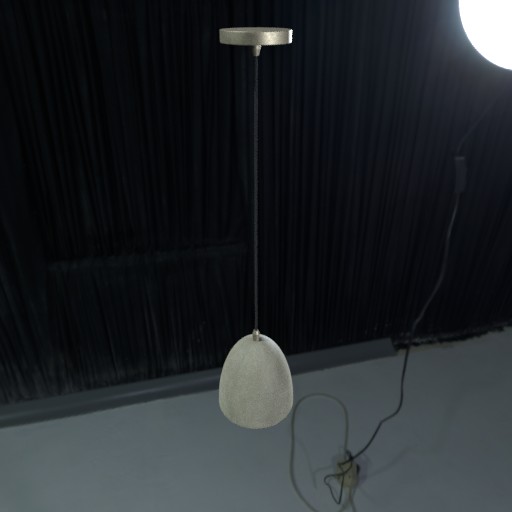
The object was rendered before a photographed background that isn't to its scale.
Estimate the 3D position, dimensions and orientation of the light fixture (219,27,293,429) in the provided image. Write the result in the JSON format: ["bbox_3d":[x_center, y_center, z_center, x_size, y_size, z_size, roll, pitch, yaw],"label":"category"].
[{"bbox_3d":[0.000,0.000,0.833,0.170,0.759,0.170,-8,31,-14],"label":"light fixture"}]
